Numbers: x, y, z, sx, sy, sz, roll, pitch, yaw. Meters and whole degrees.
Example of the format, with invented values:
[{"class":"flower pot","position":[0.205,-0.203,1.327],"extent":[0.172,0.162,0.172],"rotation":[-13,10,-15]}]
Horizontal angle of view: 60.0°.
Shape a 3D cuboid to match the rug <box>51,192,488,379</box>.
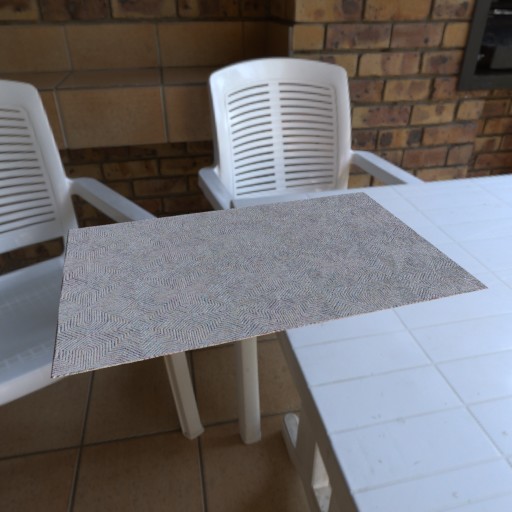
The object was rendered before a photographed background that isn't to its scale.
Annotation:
[{"class":"rug","position":[0.000,0.000,2.948],"extent":[2.428,0.007,1.519],"rotation":[-9,32,-15]}]
